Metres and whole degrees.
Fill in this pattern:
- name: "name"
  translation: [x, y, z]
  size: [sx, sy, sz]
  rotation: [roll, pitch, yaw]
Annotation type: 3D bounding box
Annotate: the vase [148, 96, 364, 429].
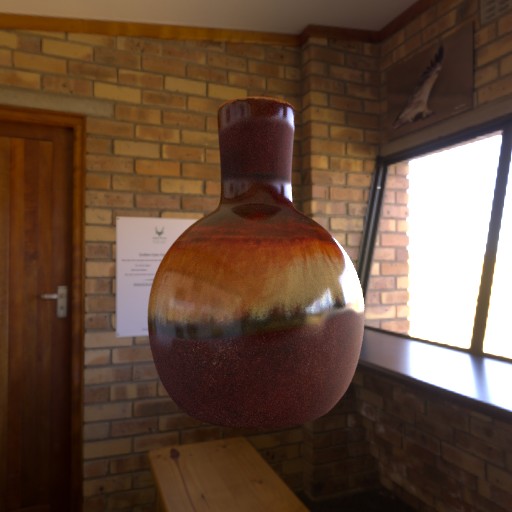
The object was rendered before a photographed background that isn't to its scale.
- name: "vase"
  translation: [0.000, 0.000, 0.234]
  size: [0.111, 0.154, 0.111]
  rotation: [0, -1, 0]
